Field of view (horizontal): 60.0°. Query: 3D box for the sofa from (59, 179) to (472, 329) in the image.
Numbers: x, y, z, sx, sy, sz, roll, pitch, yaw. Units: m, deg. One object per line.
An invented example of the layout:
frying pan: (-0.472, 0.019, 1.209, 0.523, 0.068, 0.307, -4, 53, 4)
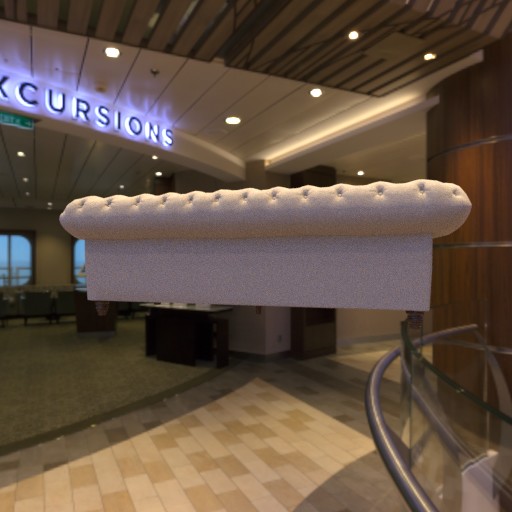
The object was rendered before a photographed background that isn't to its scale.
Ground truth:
sofa: (0.000, 0.000, 3.153, 2.694, 0.847, 1.076, 0, -1, 18)
